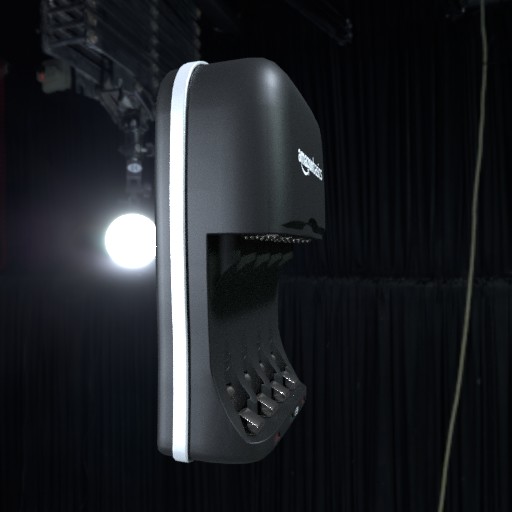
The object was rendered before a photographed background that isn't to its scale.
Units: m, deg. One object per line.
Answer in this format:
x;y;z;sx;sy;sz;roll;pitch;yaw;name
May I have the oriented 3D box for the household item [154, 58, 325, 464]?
0.000;0.000;0.146;0.038;0.114;0.070;0;0;19;household item
